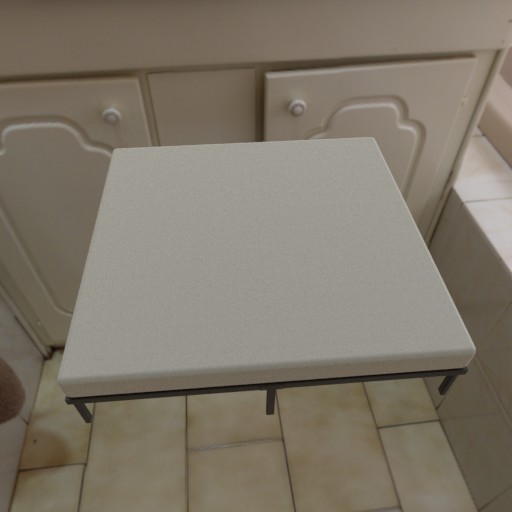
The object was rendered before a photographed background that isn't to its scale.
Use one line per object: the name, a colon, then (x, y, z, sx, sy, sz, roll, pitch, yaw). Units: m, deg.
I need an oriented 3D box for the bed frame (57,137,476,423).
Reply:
bed frame: (0.000, 0.000, 3.805, 2.635, 0.680, 2.526, -3, 47, -3)
